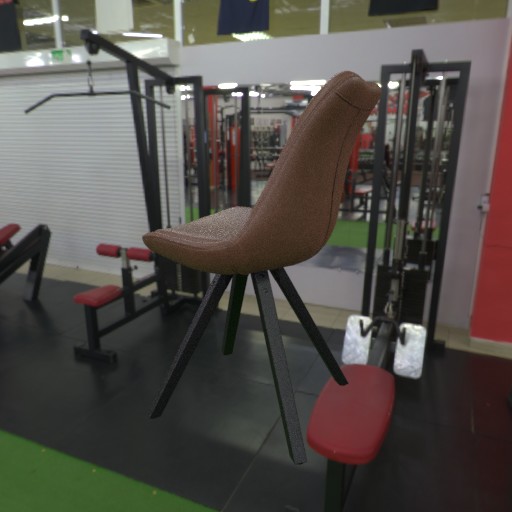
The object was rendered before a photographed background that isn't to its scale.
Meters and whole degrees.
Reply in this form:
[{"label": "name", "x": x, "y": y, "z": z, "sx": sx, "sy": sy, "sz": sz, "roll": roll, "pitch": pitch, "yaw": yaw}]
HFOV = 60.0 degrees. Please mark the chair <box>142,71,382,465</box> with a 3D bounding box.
[{"label": "chair", "x": 0.000, "y": 0.000, "z": 1.165, "sx": 0.550, "sy": 0.850, "sz": 0.475, "roll": 7, "pitch": 17, "yaw": 25}]
